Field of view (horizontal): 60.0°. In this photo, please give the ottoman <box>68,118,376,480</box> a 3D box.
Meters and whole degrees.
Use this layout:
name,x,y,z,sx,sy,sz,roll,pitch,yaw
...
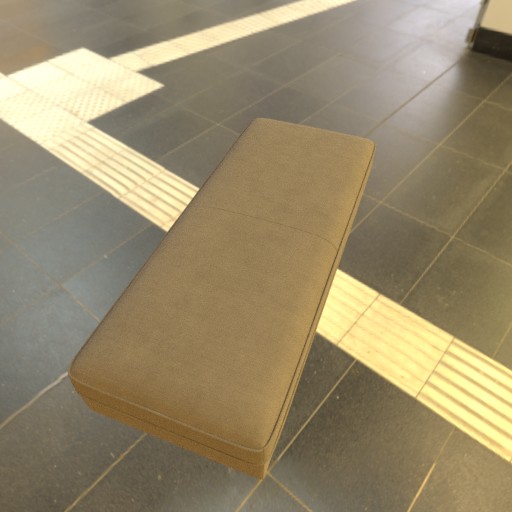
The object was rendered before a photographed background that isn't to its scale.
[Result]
name,x,y,z,sx,sy,sz,roll,pitch,yaw
ottoman,0.000,0.000,2.038,0.751,0.470,1.764,16,49,14
